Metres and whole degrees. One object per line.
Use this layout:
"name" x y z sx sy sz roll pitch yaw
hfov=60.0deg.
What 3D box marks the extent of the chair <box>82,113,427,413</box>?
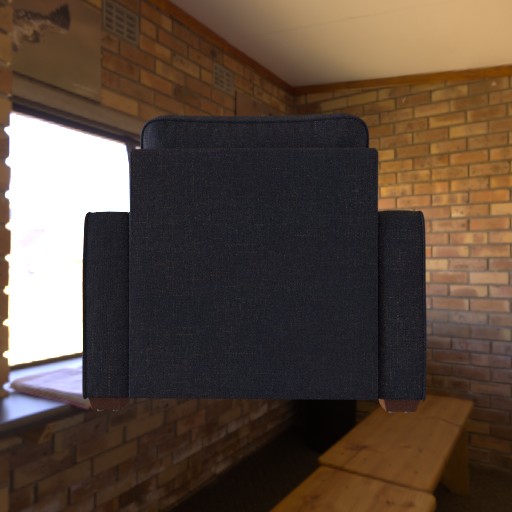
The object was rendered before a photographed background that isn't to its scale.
"chair" 0.000 0.000 1.726 1.017 0.919 0.940 0 -1 1
